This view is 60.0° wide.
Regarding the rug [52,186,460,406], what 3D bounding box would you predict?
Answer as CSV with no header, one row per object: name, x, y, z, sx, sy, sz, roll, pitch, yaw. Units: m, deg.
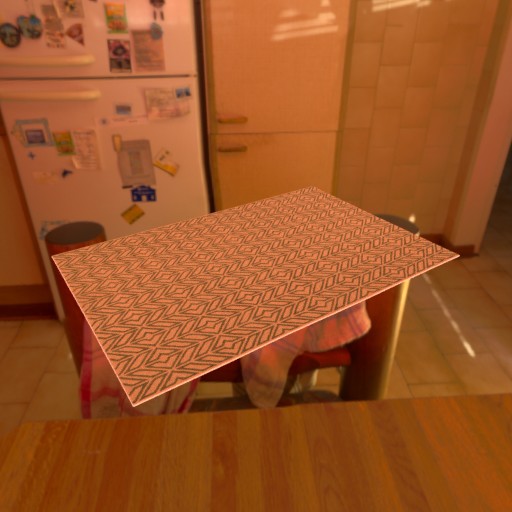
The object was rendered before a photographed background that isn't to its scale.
rug,0.000,0.000,2.386,1.828,0.007,1.220,-19,35,-29
